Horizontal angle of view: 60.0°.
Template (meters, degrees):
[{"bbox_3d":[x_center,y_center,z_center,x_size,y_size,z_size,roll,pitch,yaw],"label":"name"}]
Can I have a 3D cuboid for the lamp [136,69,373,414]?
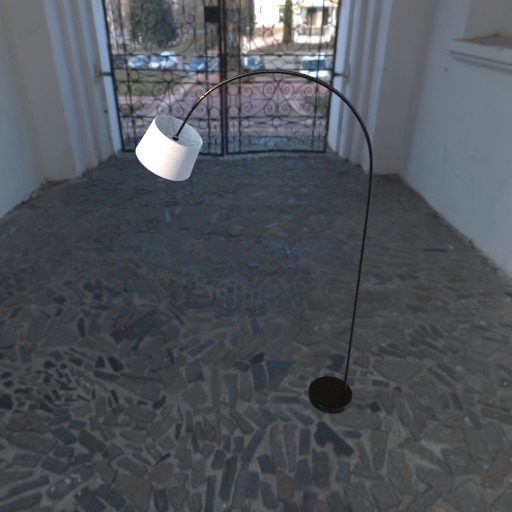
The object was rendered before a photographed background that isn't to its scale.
[{"bbox_3d":[0.000,0.000,2.688,1.363,2.104,0.331,7,30,12],"label":"lamp"}]
